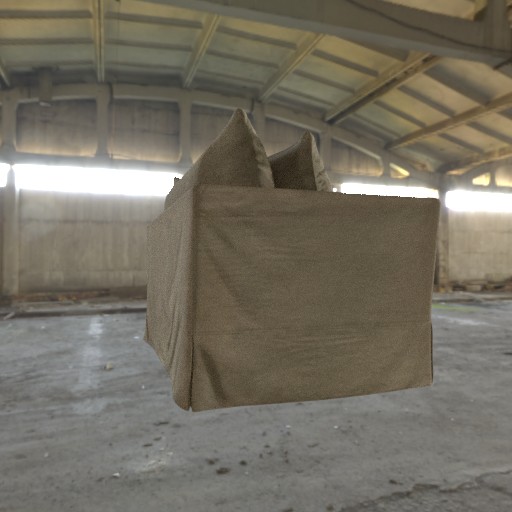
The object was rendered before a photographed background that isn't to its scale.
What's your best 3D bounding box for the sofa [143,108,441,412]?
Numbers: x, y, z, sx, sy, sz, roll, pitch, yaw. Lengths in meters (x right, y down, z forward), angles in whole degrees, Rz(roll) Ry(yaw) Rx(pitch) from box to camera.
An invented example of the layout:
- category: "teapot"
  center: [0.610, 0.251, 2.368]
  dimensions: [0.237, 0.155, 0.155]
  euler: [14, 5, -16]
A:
- category: "sofa"
  center: [0.000, 0.000, 2.304]
  dimensions: [1.035, 1.040, 1.608]
  euler: [0, -1, -19]
